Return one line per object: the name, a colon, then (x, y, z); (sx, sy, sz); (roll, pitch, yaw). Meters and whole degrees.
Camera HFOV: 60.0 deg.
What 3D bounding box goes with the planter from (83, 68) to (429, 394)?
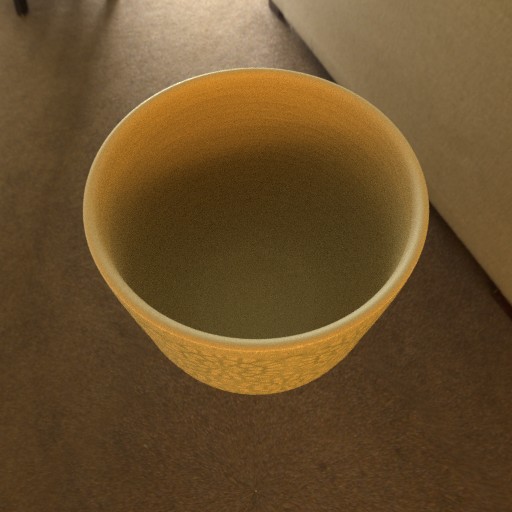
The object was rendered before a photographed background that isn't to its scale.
planter: (0.000, 0.000, 0.286); (0.169, 0.153, 0.169); (0, 62, 0)
